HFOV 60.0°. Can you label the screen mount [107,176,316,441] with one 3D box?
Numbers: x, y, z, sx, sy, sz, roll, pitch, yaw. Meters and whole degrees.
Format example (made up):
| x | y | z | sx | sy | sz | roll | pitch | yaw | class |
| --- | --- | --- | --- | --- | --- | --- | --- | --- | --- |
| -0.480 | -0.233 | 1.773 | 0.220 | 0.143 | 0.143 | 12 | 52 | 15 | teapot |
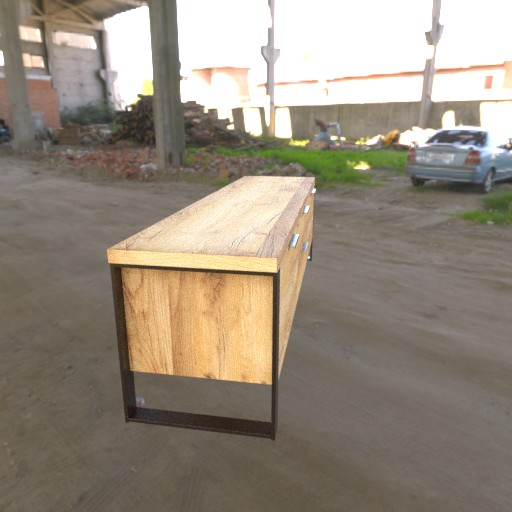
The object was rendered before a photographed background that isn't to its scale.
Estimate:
| x | y | z | sx | sy | sz | roll | pitch | yaw | class |
| --- | --- | --- | --- | --- | --- | --- | --- | --- | --- |
| 0.000 | 0.000 | 1.727 | 0.395 | 0.450 | 1.524 | 3 | 17 | 10 | screen mount |
